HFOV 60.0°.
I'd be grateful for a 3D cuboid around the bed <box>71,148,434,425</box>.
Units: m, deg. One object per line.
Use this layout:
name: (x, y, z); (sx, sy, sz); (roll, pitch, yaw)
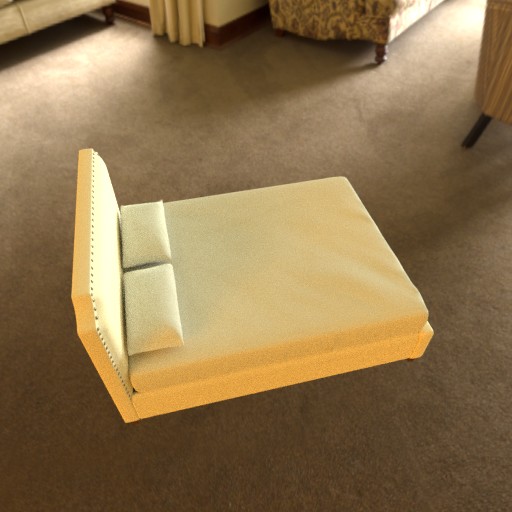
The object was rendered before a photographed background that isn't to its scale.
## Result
bed: (0.000, 0.000, 3.481); (2.329, 1.415, 1.703); (-10, 48, -9)
